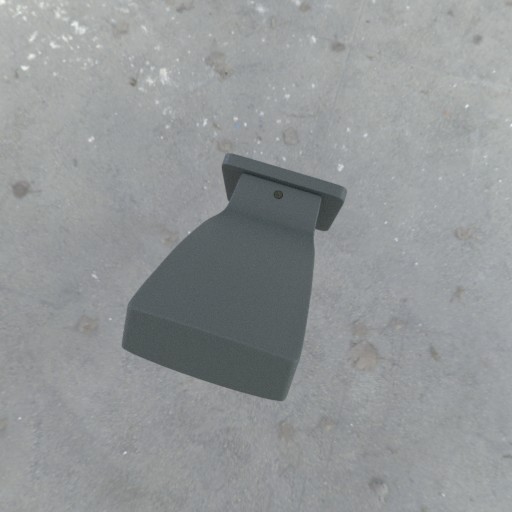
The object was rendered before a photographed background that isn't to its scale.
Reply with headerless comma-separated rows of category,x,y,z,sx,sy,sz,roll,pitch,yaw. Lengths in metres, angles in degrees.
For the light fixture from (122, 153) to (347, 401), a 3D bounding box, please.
light fixture,0.000,0.000,0.328,0.108,0.243,0.174,17,78,4
